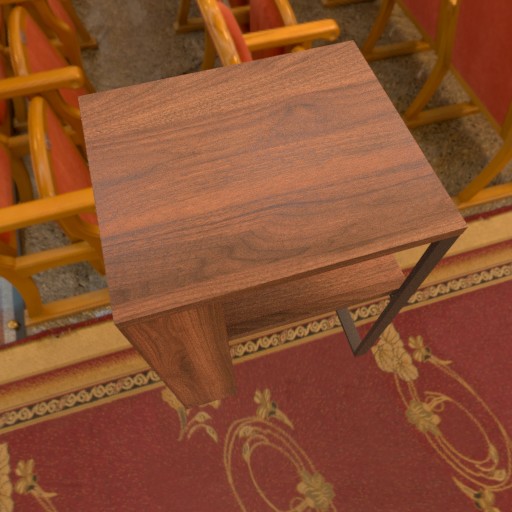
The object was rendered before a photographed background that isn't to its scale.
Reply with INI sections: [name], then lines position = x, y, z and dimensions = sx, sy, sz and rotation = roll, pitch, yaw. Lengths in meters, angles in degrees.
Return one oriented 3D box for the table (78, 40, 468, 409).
[table]
position = 0.000, 0.000, 1.538
dimensions = 0.786, 1.041, 0.660
rotation = -15, 63, -8
